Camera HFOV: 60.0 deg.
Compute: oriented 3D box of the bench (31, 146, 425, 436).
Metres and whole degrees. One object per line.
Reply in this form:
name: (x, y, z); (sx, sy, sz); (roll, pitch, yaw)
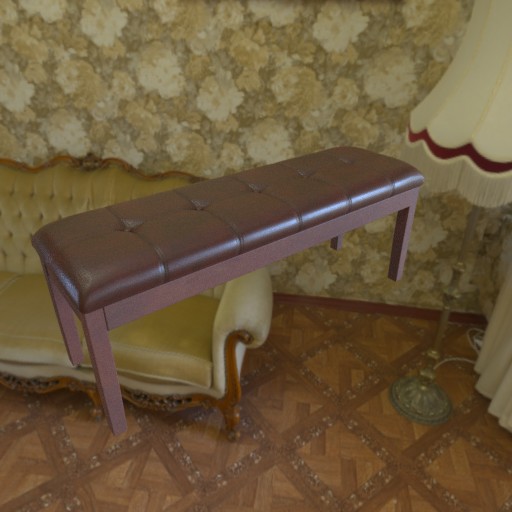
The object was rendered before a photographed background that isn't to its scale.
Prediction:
bench: (0.000, 0.000, 1.492); (1.259, 0.491, 0.401); (-21, 36, -32)
